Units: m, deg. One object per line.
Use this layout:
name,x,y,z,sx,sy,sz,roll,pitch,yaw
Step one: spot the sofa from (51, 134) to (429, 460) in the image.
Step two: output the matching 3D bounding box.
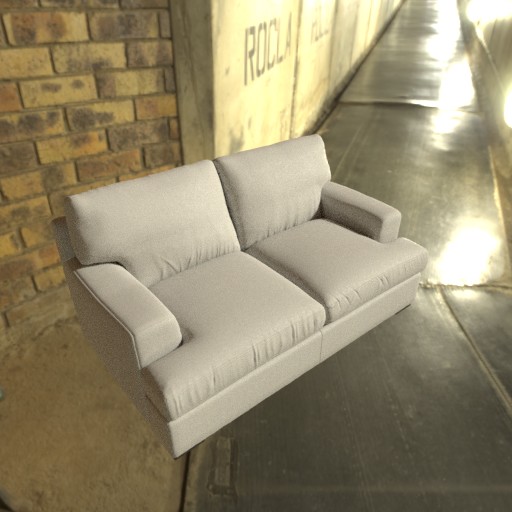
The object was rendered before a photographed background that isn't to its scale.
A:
sofa,0.000,0.000,2.530,1.880,0.940,1.143,-23,38,-33
